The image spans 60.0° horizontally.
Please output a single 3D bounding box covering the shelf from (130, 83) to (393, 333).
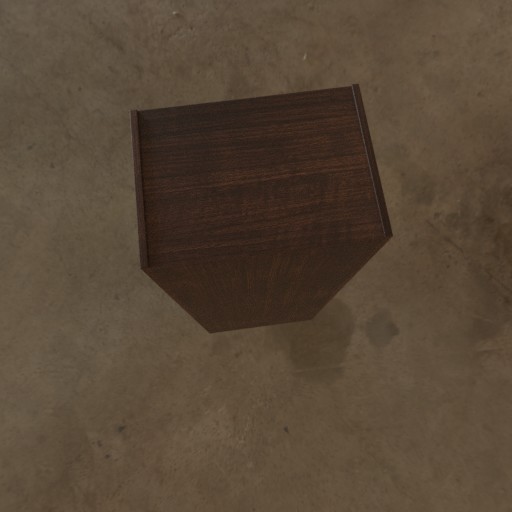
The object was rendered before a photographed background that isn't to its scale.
[{"bbox_3d":[0.000,0.000,1.279,0.415,1.099,0.290,-7,75,-2],"label":"shelf"}]
